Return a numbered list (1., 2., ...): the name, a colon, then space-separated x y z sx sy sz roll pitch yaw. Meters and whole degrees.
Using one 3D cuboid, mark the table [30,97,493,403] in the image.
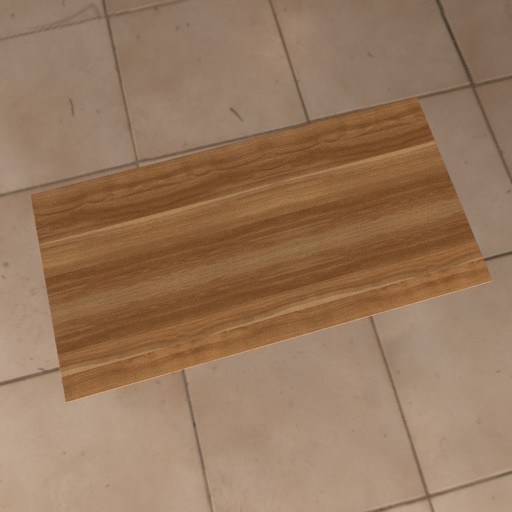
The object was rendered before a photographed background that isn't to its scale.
1. table: 0.000 0.000 2.479 2.000 0.770 1.000 -15 77 -4
